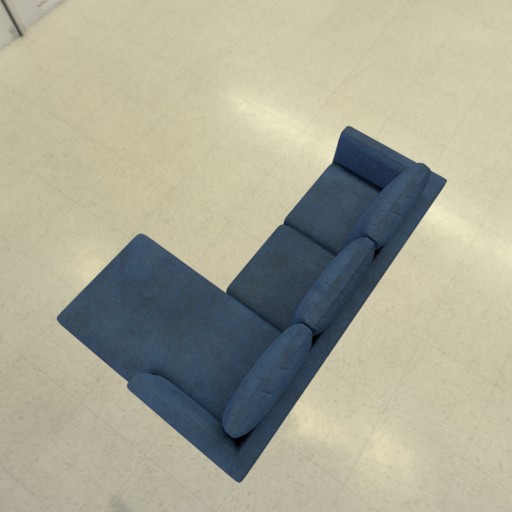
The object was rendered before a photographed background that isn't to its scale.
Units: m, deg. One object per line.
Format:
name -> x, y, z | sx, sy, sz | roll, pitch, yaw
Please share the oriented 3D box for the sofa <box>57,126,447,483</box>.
sofa -> 0.000, 0.000, 3.197 | 1.622, 0.987, 2.438 | 34, 69, 15
